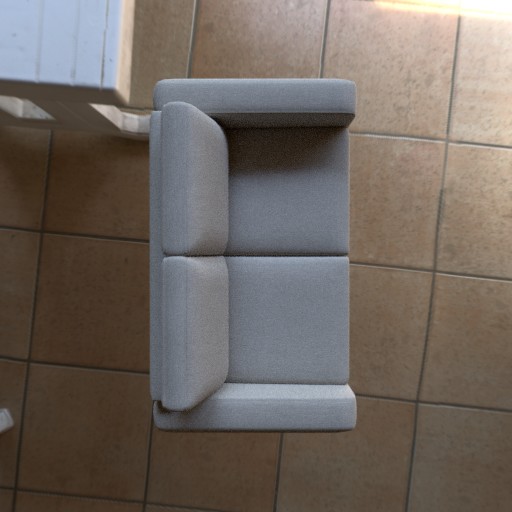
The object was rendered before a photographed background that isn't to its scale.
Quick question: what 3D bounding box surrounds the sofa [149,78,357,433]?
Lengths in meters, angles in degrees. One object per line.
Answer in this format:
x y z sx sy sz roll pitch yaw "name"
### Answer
0.000 0.000 2.084 0.900 0.800 1.540 0 90 0 "sofa"
